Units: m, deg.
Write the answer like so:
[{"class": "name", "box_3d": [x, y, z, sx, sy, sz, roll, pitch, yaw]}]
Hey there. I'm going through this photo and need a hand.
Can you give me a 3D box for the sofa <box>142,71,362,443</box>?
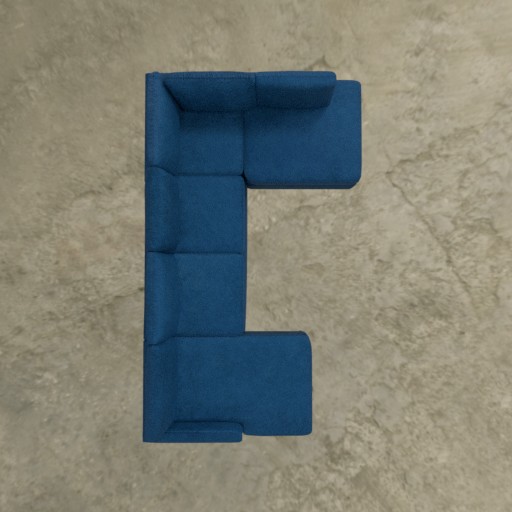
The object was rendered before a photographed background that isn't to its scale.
[{"class": "sofa", "box_3d": [0.000, 0.000, 4.279, 2.055, 0.992, 3.434, 0, 88, 0]}]
